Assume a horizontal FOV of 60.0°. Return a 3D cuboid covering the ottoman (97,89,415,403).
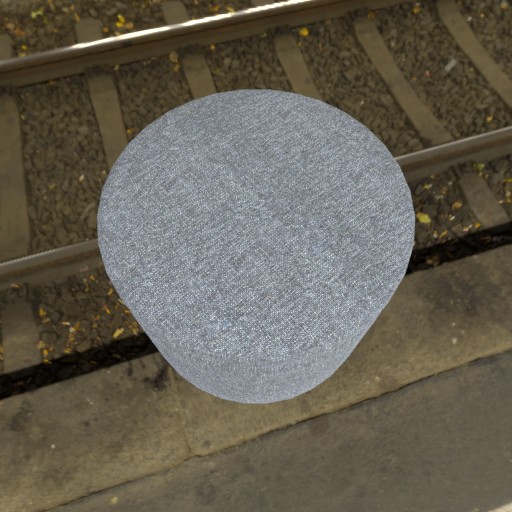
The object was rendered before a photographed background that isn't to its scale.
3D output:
[{"bbox_3d":[0.000,0.000,0.864,0.500,0.419,0.500,0,63,0],"label":"ottoman"}]
